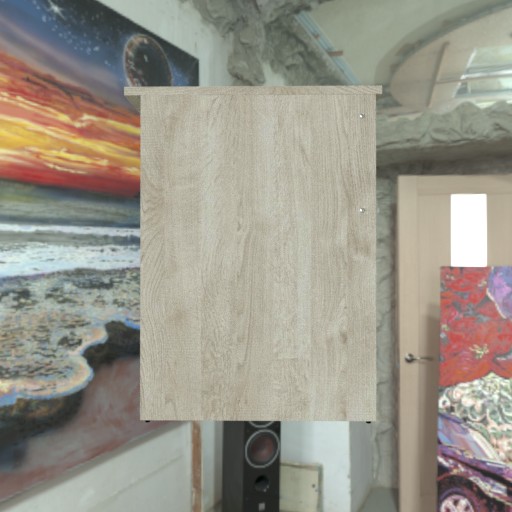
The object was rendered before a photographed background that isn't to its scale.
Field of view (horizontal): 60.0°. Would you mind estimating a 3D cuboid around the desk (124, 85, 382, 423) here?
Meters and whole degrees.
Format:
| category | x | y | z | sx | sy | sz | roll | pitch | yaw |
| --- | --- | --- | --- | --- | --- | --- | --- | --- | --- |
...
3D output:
| category | x | y | z | sx | sy | sz | roll | pitch | yaw |
| --- | --- | --- | --- | --- | --- | --- | --- | --- | --- |
| desk | 0.000 | 0.000 | 1.506 | 0.560 | 0.730 | 1.096 | 0 | 0 | 1 |
